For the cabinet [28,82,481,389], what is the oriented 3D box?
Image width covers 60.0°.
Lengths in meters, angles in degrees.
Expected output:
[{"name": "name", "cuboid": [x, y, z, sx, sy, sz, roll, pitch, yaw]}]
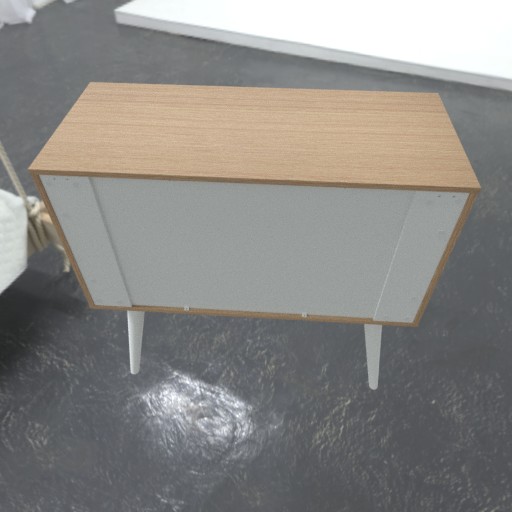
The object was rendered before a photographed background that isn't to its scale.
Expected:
[{"name": "cabinet", "cuboid": [0.000, 0.000, 1.559, 1.057, 1.016, 0.470, 3, 47, 3]}]
